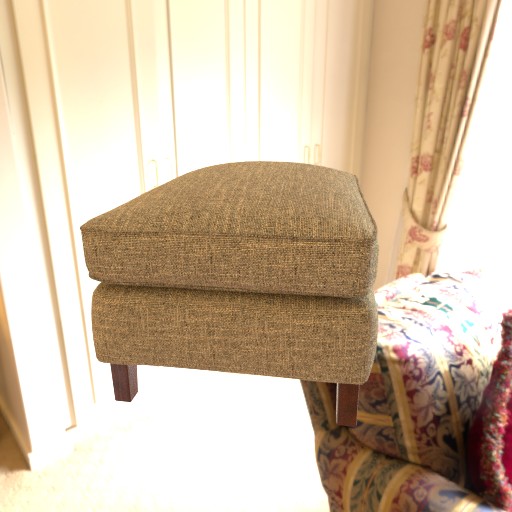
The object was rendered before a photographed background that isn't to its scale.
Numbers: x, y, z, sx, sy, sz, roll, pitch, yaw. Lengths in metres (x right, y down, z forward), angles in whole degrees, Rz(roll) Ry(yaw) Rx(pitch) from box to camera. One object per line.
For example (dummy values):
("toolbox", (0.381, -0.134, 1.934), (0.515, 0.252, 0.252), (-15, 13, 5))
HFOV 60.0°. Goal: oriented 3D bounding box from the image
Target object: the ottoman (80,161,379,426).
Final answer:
("ottoman", (0.000, 0.000, 1.015), (0.508, 0.406, 0.686), (3, 19, 9))
